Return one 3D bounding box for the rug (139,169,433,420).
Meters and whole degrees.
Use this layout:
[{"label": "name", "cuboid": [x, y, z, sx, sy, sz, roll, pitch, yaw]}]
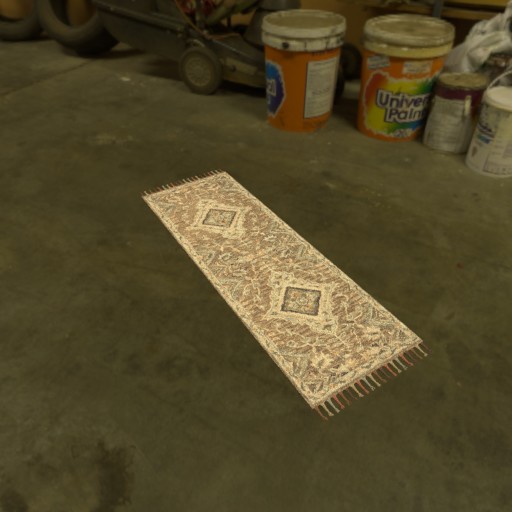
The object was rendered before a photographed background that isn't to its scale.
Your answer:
[{"label": "rug", "cuboid": [0.000, 0.000, 2.872, 1.324, 0.018, 2.378, -11, 41, -13]}]
